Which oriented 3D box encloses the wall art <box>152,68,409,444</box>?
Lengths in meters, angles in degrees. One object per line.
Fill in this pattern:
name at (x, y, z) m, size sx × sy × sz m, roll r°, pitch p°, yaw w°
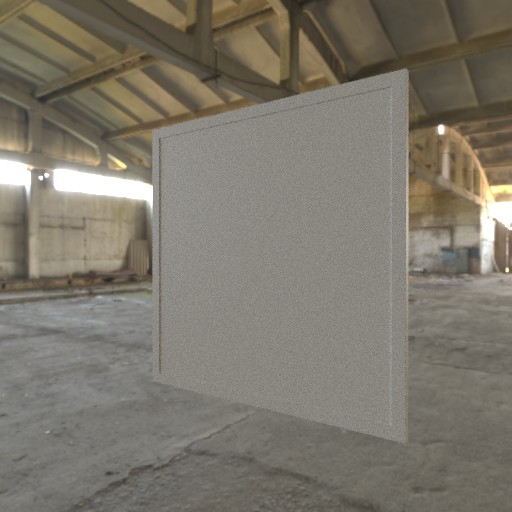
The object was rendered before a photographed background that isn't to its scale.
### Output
wall art at (0.000, 0.000, 0.979) m, size 0.660 × 0.660 × 0.015 m, roll 0°, pitch 0°, yaw 36°
